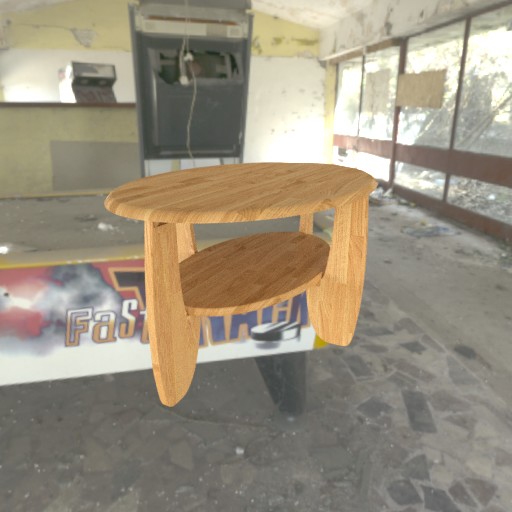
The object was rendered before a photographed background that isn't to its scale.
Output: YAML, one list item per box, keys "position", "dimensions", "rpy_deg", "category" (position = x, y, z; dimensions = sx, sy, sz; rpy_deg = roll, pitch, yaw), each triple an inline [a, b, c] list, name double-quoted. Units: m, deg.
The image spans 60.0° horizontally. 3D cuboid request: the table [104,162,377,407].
- position: [0.000, 0.000, 1.411]
  dimensions: [0.690, 0.490, 1.040]
  rpy_deg: [9, 20, 25]
  category: "table"
